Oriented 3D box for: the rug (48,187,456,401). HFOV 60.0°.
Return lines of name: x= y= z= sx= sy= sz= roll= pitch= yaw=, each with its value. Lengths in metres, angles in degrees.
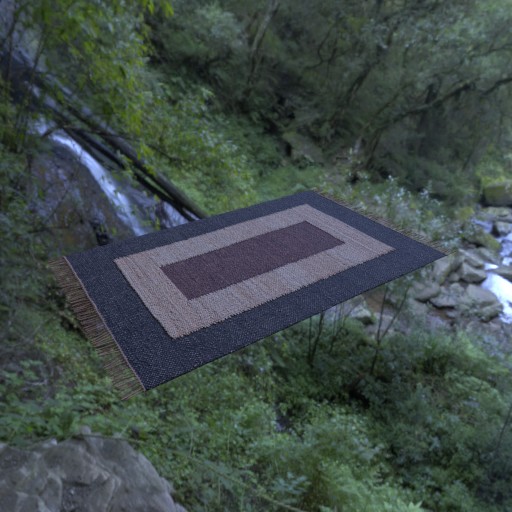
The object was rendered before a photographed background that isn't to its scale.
rug: x=0.000 y=0.000 z=2.534 sx=2.021 sy=0.027 sz=1.224 roll=-19 pitch=35 yaw=-29
